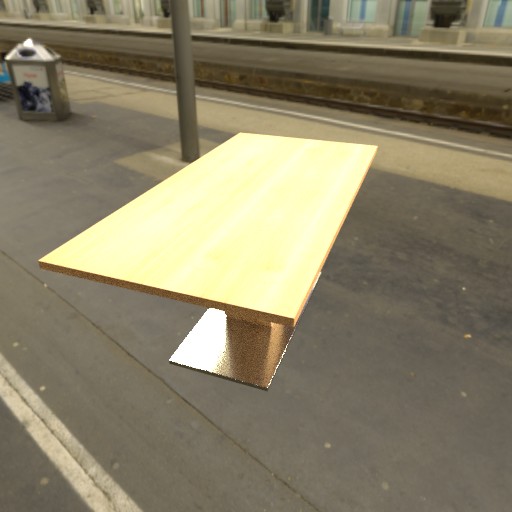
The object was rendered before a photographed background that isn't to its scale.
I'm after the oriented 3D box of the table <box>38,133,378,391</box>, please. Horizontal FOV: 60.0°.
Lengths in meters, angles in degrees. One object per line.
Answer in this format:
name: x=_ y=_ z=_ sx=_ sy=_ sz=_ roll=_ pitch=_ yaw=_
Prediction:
table: x=0.000 y=0.000 z=2.278 sx=0.900 sy=0.750 sz=1.800 roll=11 pitch=32 yaw=18
